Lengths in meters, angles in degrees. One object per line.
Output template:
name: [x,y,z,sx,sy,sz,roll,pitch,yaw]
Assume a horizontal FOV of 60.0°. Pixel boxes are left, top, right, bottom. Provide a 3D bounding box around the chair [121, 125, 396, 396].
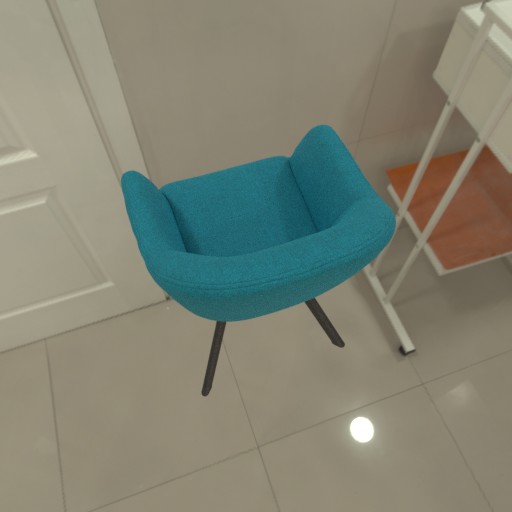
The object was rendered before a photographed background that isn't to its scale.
chair: [0.000,0.000,1.166,0.545,0.775,0.565,-17,60,-10]
